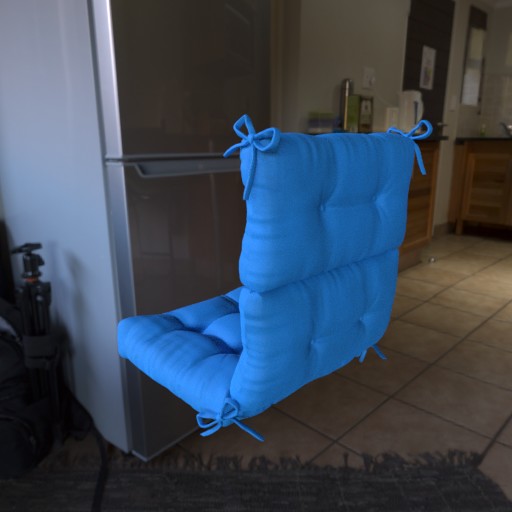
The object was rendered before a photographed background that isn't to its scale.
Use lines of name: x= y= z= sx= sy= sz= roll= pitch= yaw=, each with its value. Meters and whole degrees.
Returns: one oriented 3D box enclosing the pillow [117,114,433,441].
pillow: x=0.000 y=0.000 z=1.028 sx=0.519 sy=0.605 sz=0.571 roll=-14 pitch=21 yaw=-41
